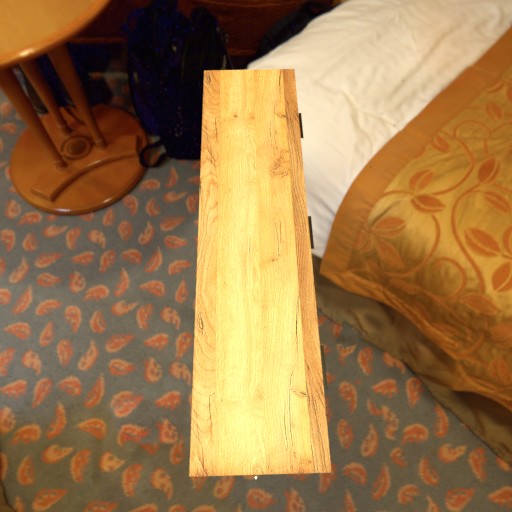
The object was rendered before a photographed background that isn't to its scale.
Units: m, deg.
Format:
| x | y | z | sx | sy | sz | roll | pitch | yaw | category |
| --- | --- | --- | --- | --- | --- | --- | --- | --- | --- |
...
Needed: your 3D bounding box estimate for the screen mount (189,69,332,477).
| x | y | z | sx | sy | sz | roll | pitch | yaw | category |
| --- | --- | --- | --- | --- | --- | --- | --- | --- | --- |
| 0.000 | 0.000 | 1.720 | 0.395 | 0.450 | 1.524 | -1 | 63 | -1 | screen mount |
